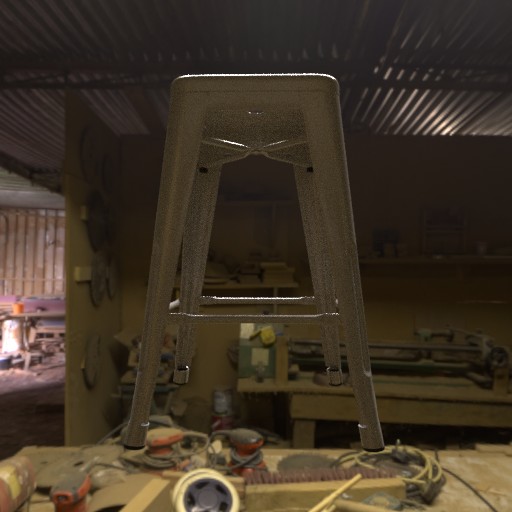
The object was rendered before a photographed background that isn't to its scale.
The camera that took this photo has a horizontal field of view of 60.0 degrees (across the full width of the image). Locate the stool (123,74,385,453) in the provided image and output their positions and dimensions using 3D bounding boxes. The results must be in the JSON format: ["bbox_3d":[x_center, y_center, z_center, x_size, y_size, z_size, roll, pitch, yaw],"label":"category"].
[{"bbox_3d":[0.000,0.000,0.883,0.406,0.610,0.406,0,-1,1],"label":"stool"}]
